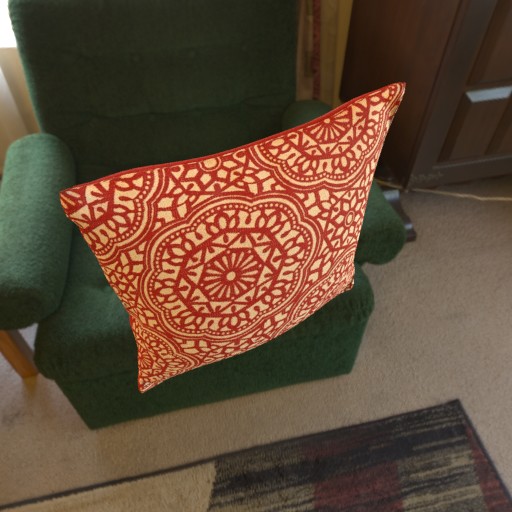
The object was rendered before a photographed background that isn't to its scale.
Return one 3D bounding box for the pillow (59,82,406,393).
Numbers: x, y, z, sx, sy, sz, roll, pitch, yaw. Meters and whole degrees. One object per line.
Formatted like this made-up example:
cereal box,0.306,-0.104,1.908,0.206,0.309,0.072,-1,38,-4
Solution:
pillow,0.000,0.000,0.644,0.438,0.419,0.162,-23,52,-20
